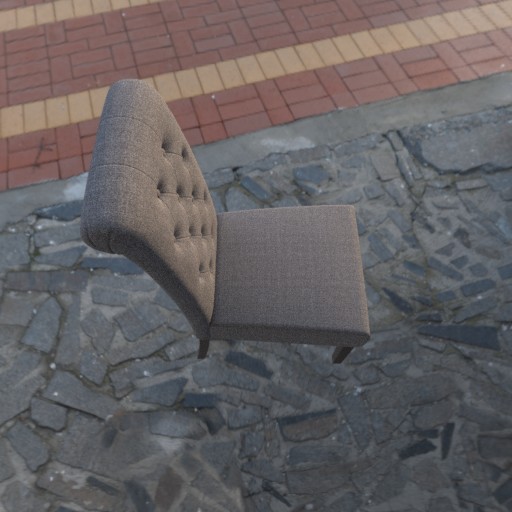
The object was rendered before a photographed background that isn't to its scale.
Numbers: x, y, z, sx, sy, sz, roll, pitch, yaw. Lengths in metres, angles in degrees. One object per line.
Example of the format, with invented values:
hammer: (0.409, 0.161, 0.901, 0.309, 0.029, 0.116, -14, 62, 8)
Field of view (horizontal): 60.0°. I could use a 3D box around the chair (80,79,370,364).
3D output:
chair: (0.000, 0.000, 1.324, 0.671, 1.006, 0.456, 0, 63, 0)
